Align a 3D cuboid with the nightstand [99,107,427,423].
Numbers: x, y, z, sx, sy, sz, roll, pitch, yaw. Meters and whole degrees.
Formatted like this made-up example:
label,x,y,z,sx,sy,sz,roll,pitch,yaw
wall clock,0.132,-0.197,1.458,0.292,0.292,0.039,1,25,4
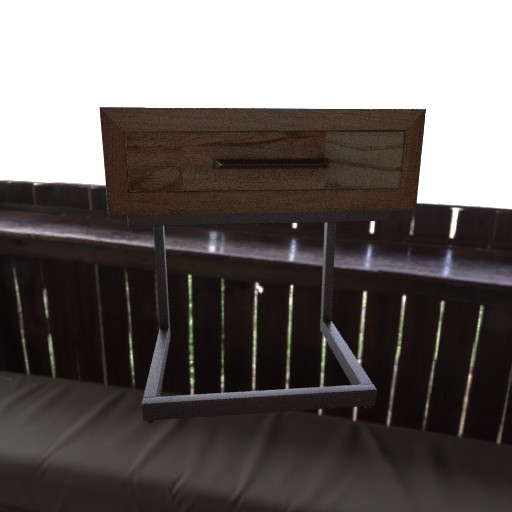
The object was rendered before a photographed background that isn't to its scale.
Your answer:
label,x,y,z,sx,sy,sz,roll,pitch,yaw
nightstand,0.000,0.000,1.026,0.558,0.632,0.481,-2,16,-6
